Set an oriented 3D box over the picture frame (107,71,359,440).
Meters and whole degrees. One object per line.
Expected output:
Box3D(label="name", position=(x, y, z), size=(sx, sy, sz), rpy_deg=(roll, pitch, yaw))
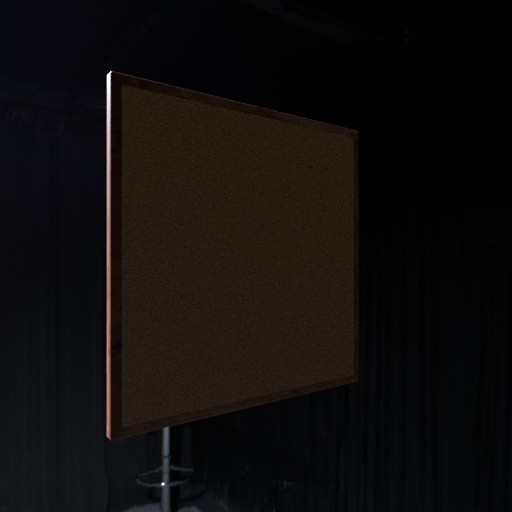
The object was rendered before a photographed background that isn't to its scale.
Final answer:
Box3D(label="picture frame", position=(0.000, 0.000, 1.225), size=(0.810, 0.817, 0.029), rpy_deg=(0, 0, -36))
